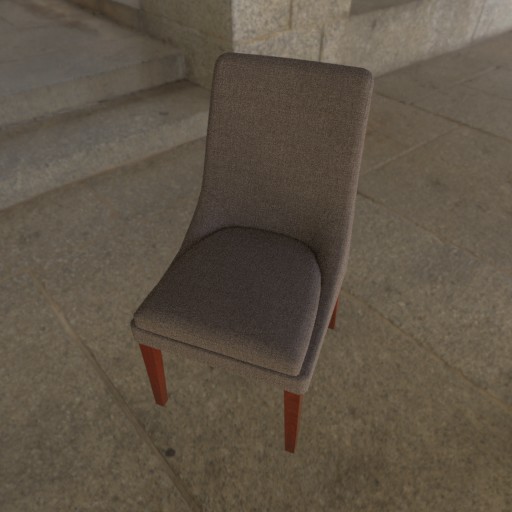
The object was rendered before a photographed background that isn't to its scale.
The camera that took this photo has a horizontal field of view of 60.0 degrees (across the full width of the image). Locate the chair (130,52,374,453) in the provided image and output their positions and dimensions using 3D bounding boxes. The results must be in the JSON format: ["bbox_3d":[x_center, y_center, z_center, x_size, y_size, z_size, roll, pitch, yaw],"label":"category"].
[{"bbox_3d":[0.000,0.000,1.327,0.508,0.952,0.655,14,43,15],"label":"chair"}]
